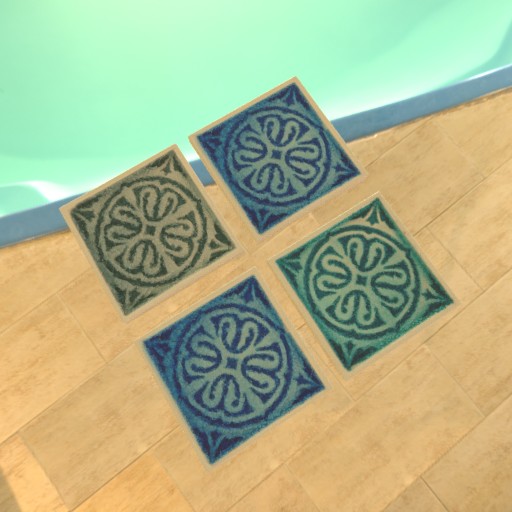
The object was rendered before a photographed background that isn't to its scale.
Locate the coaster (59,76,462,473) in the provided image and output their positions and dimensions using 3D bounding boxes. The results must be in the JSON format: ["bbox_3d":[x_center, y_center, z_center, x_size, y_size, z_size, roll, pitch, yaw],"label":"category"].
[{"bbox_3d":[0.000,0.000,0.331,0.214,0.010,0.219,-31,79,-7],"label":"coaster"}]
